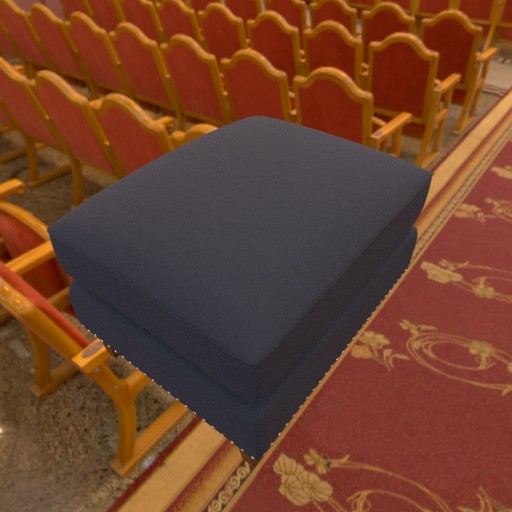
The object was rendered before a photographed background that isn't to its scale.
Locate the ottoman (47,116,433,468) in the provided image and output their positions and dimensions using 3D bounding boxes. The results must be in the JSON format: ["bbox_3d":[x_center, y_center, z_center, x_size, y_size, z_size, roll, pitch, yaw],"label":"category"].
[{"bbox_3d":[0.000,0.000,1.132,0.584,0.513,0.741,27,48,28],"label":"ottoman"}]
